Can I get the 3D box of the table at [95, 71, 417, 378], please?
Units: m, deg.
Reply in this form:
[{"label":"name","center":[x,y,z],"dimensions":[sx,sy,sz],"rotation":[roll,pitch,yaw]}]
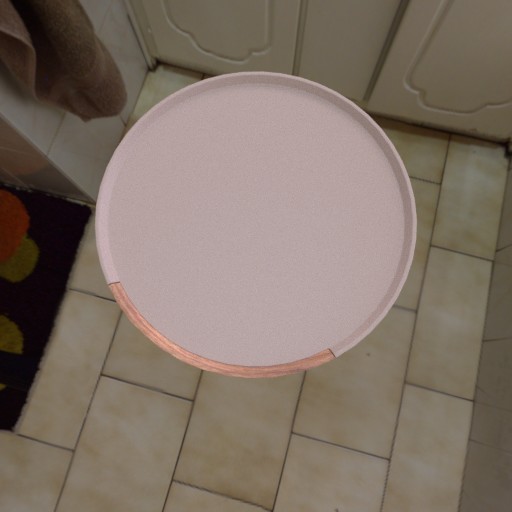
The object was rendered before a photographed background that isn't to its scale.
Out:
[{"label":"table","center":[0.000,0.000,0.875],"dimensions":[0.450,0.530,0.450],"rotation":[0,76,0]}]
